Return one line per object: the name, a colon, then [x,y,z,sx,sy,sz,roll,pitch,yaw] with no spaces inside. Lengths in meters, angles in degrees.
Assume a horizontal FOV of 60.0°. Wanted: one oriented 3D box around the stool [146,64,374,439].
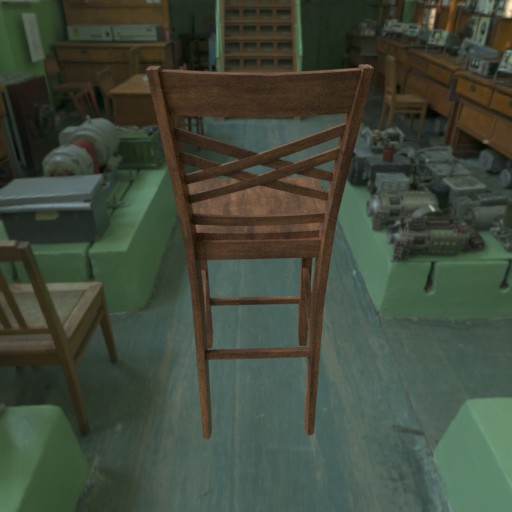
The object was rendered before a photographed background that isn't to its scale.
stool: [0.000,0.000,1.317,0.433,1.105,0.487,-1,31,-2]
